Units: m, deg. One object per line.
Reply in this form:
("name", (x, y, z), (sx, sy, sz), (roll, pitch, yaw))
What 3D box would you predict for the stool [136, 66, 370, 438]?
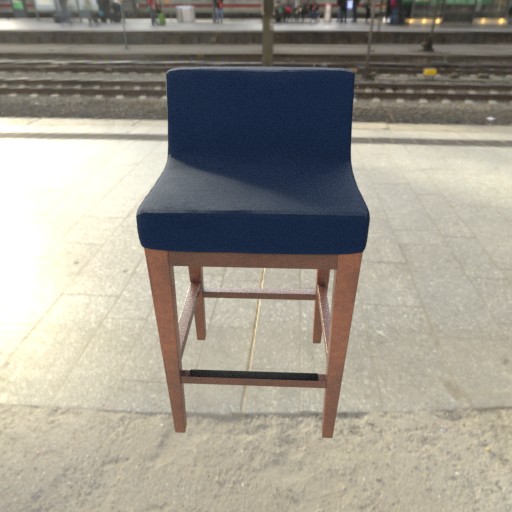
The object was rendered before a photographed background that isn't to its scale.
("stool", (0.000, 0.000, 1.256), (0.511, 0.945, 0.516), (1, 30, 2))
